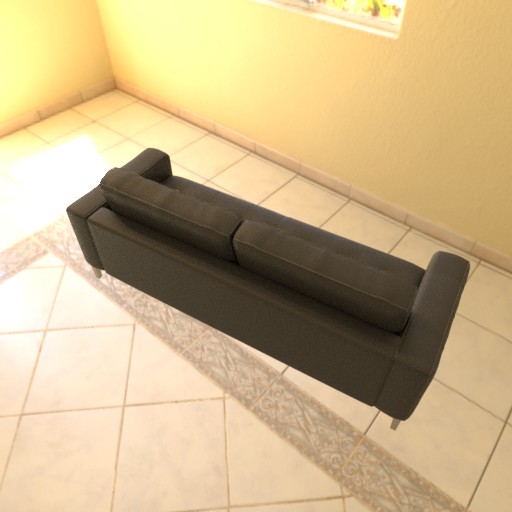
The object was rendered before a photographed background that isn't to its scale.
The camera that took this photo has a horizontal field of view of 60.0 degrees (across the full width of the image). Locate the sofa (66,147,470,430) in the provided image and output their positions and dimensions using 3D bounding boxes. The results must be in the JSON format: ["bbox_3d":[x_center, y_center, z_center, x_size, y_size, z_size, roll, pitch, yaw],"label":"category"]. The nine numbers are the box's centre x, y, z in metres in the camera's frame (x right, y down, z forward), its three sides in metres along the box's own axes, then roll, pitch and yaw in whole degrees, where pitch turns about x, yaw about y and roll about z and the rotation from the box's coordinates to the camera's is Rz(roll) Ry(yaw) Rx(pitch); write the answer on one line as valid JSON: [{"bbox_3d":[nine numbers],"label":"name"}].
[{"bbox_3d":[0.000,0.000,2.690,2.275,0.893,0.833,23,50,20],"label":"sofa"}]
